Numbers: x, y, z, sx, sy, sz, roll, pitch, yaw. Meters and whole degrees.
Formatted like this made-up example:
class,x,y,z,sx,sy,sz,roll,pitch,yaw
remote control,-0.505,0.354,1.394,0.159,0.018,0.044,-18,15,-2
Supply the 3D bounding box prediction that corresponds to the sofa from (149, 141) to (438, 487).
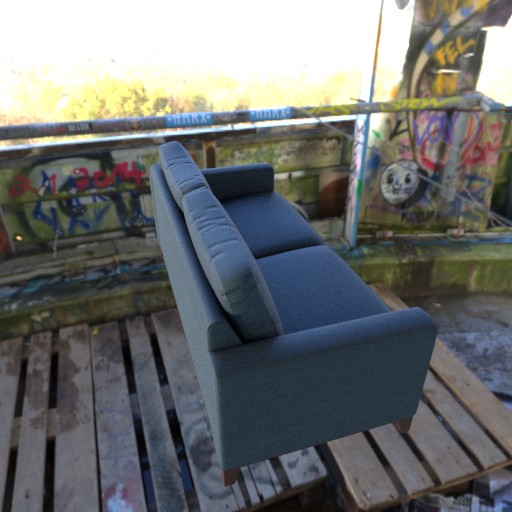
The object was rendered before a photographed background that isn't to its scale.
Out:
class,x,y,z,sx,sy,sz,roll,pitch,yaw
sofa,0.000,0.000,2.360,0.877,0.865,1.900,-9,32,-15
